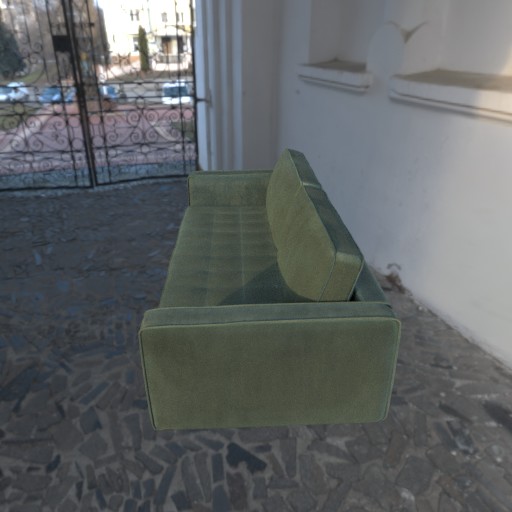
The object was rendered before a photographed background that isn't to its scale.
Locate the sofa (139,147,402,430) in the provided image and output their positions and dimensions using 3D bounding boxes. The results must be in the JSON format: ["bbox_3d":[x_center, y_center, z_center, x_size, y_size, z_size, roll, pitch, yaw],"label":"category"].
[{"bbox_3d":[0.000,0.000,2.293,0.886,0.781,1.816,-1,27,-2],"label":"sofa"}]
